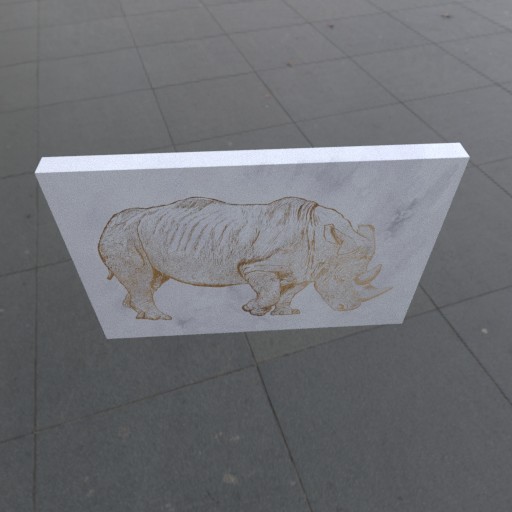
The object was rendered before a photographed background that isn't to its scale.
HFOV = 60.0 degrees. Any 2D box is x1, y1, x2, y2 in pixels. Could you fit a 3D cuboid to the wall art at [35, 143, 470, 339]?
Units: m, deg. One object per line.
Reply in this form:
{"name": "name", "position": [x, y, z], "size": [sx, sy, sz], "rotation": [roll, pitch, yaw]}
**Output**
{"name": "wall art", "position": [0.000, 0.000, 0.779], "size": [0.609, 0.407, 0.038], "rotation": [-3, 46, -2]}
